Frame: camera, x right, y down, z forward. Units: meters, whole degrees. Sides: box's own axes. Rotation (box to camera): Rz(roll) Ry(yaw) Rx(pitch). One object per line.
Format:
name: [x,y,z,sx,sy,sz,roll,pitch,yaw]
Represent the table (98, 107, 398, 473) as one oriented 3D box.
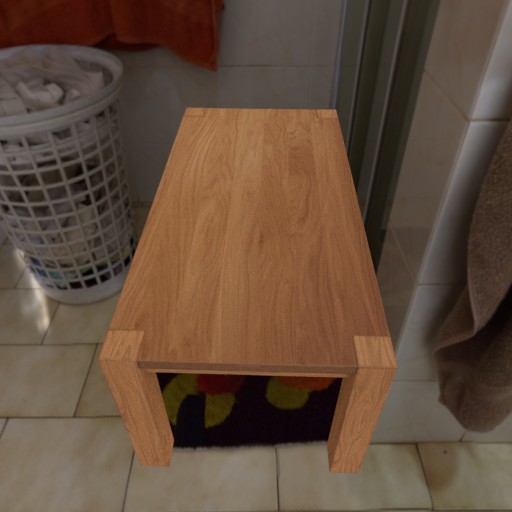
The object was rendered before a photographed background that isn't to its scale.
table: [0.000,0.000,2.246,0.900,0.760,1.800,1,42,1]
